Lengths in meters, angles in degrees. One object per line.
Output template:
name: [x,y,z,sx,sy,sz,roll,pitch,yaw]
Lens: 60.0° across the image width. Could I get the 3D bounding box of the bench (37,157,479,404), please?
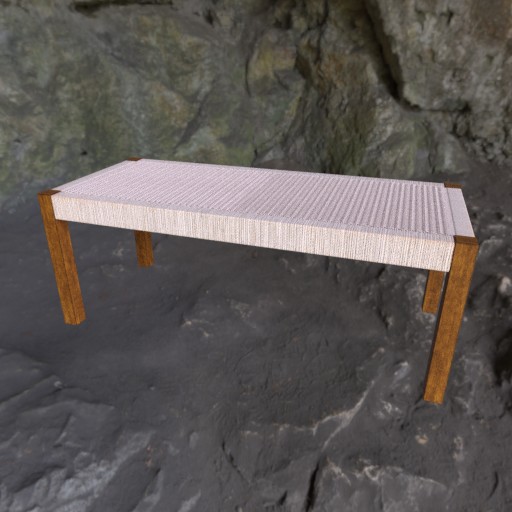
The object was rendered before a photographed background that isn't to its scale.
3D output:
bench: [0.000,0.000,1.455,1.198,0.457,0.507,8,26,17]
